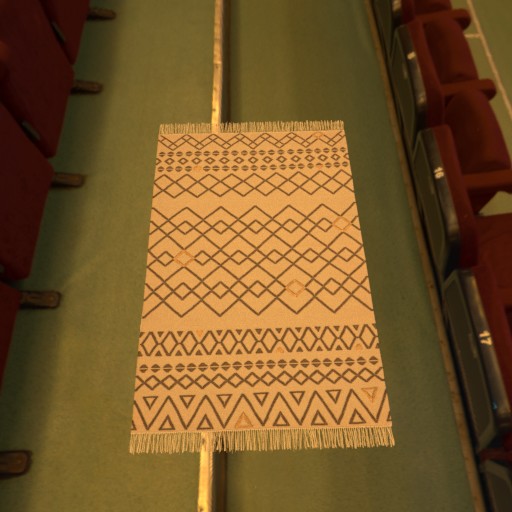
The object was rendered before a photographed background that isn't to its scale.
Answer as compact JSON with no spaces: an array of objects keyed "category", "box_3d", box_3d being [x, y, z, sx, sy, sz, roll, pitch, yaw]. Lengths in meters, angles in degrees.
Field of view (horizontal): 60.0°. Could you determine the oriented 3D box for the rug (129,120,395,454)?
[{"category":"rug","box_3d":[0.000,0.000,2.490,1.224,0.028,2.023,-1,62,-1]}]
